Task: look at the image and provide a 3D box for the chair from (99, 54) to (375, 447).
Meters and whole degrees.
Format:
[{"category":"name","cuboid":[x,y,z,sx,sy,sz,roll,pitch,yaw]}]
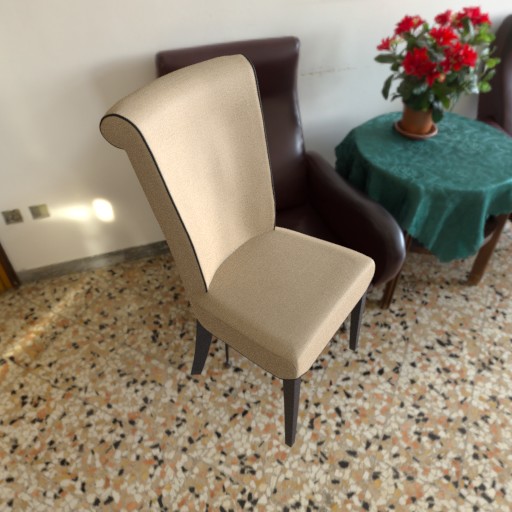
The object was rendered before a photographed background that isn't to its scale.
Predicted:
[{"category":"chair","cuboid":[0.000,0.000,1.378,0.623,0.997,0.522,26,48,25]}]
